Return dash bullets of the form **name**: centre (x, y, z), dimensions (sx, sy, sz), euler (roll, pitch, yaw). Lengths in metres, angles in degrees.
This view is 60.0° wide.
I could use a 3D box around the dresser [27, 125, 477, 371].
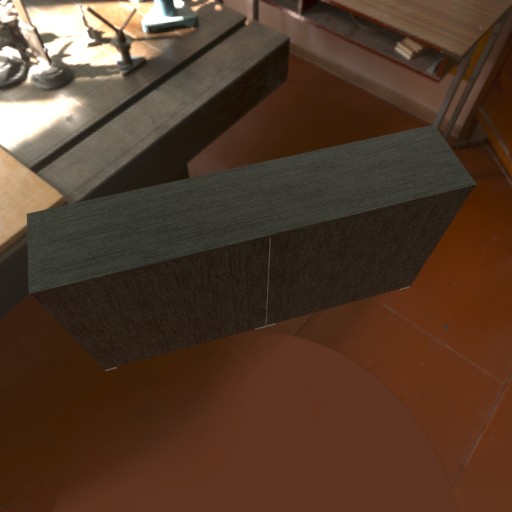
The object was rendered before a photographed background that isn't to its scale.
- **dresser**: centre (0.000, 0.000, 1.880), dimensions (1.535, 0.790, 0.333), euler (-14, 60, -8)
